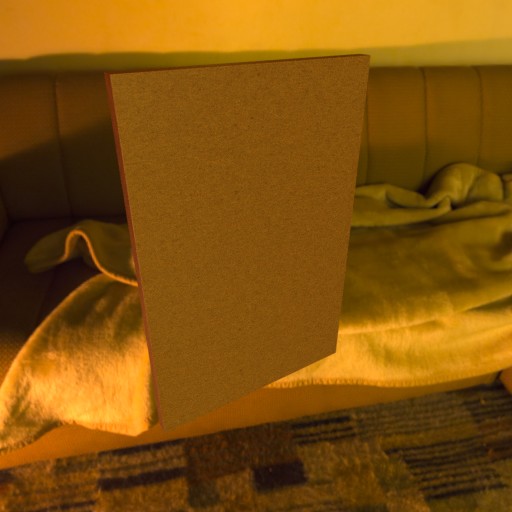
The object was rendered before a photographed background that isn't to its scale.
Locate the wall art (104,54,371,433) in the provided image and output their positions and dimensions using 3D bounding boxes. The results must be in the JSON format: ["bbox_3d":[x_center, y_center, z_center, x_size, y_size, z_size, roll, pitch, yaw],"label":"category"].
[{"bbox_3d":[0.000,0.000,1.135,0.610,0.914,0.037,-17,34,-27],"label":"wall art"}]
